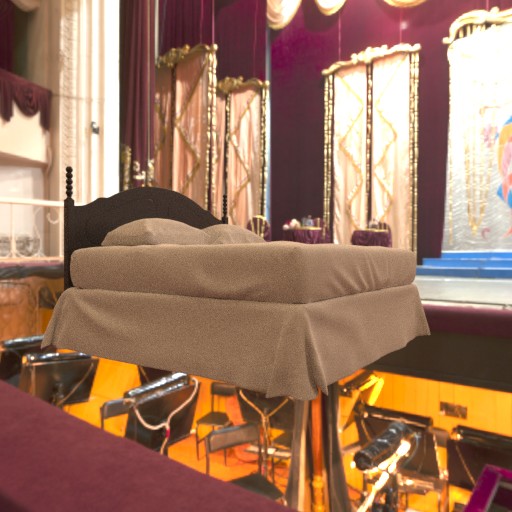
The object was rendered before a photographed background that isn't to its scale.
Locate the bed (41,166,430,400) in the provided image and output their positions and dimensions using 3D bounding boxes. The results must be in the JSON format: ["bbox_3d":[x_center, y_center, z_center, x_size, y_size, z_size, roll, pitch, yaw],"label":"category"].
[{"bbox_3d":[0.000,0.000,3.497,2.219,1.355,2.322,0,0,35],"label":"bed"}]
